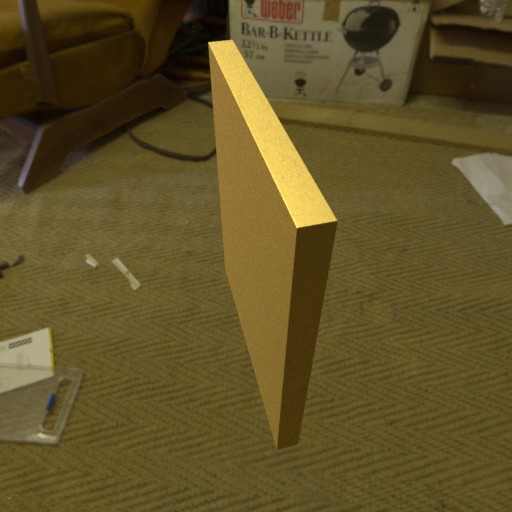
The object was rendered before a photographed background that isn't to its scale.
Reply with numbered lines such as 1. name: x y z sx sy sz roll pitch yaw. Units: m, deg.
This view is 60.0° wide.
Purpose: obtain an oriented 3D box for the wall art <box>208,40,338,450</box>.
1. wall art: 0.000 0.000 0.896 0.048 0.642 0.537 -11 47 -10
